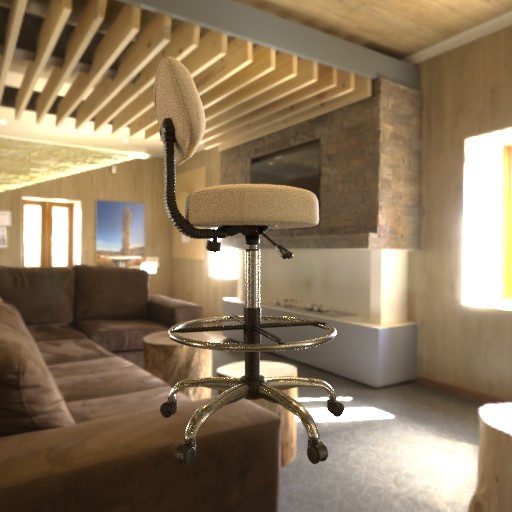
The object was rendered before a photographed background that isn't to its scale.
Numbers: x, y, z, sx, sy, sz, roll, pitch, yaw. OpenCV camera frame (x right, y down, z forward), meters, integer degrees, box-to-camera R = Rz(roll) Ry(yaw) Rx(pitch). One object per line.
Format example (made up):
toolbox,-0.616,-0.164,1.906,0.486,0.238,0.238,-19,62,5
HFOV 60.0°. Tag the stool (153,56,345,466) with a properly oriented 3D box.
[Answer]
stool,0.000,0.000,1.399,0.616,1.080,0.609,0,1,-18
